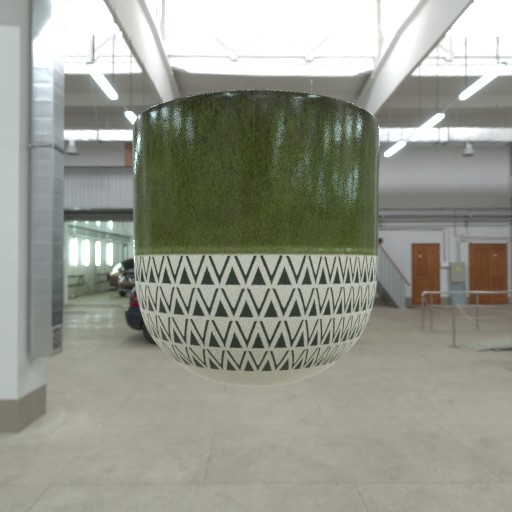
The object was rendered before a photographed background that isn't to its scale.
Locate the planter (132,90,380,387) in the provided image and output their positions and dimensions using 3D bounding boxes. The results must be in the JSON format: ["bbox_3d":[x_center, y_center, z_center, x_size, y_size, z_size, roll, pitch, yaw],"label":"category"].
[{"bbox_3d":[0.000,0.000,0.493,0.266,0.270,0.266,0,-1,0],"label":"planter"}]
